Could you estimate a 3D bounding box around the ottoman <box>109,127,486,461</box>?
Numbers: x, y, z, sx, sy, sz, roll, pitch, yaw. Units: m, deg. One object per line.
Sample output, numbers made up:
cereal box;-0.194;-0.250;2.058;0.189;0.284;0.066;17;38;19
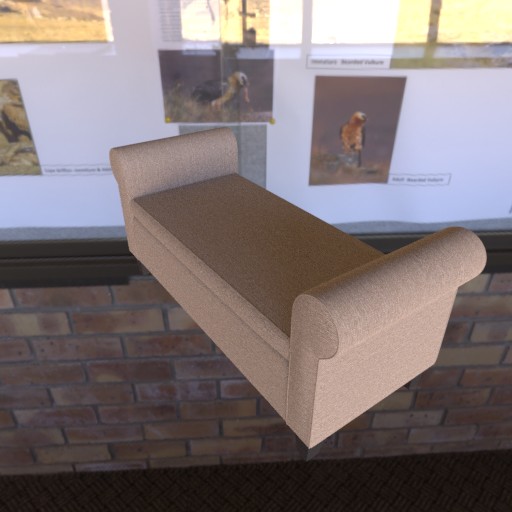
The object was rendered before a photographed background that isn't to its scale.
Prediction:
ottoman;0.000;0.000;1.513;0.521;0.547;1.256;-20;37;-29
